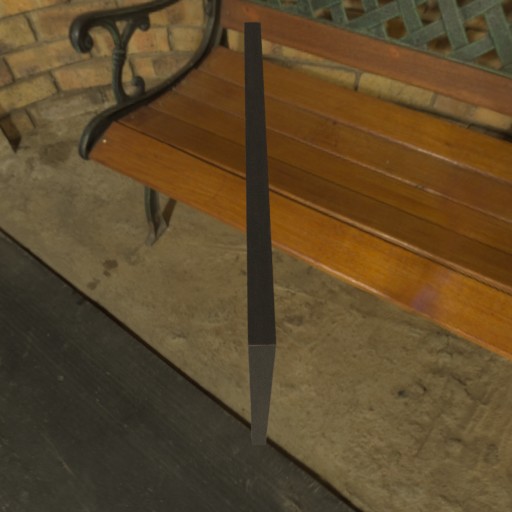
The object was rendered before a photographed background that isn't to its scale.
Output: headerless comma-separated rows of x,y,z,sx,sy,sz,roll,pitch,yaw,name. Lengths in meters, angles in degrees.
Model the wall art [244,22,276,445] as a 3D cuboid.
0.000,0.000,1.115,0.038,0.762,0.762,-1,58,-1,wall art
